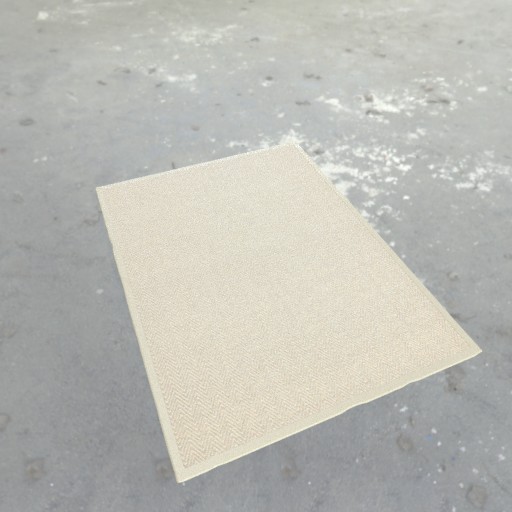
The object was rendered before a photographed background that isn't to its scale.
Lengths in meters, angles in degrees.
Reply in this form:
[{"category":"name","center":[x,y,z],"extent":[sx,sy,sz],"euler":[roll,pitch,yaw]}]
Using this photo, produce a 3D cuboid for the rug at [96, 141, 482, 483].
[{"category":"rug","center":[0.000,0.000,4.636],"extent":[2.734,0.037,3.659],"euler":[-17,48,-16]}]
